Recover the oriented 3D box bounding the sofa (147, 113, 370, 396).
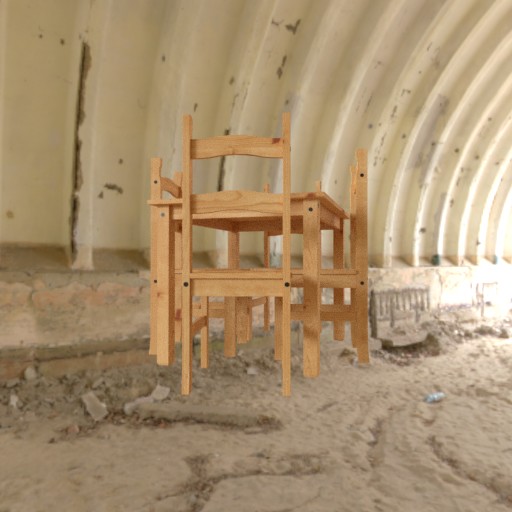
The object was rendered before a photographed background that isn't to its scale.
[{"bbox_3d":[0.000,0.000,2.293,1.144,1.000,1.529,0,-1,18],"label":"sofa"}]
